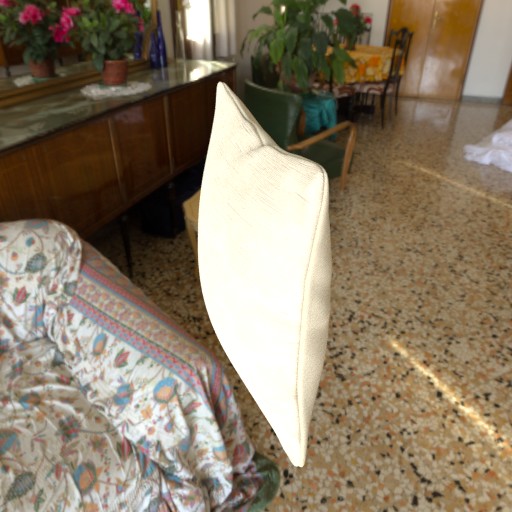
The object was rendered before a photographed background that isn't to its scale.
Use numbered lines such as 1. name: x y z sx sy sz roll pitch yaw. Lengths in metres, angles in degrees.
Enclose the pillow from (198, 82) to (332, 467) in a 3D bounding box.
1. pillow: 0.000 0.000 0.656 0.162 0.420 0.437 -8 32 -13
